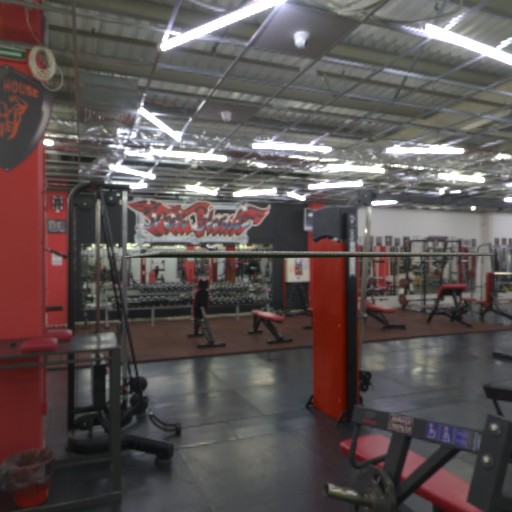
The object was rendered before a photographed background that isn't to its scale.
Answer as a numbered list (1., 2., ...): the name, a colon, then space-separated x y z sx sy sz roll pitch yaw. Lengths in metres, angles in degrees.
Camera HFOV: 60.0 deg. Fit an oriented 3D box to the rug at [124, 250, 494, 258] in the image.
1. rug: 0.000 0.000 2.304 1.224 0.012 1.847 0 -1 -20
